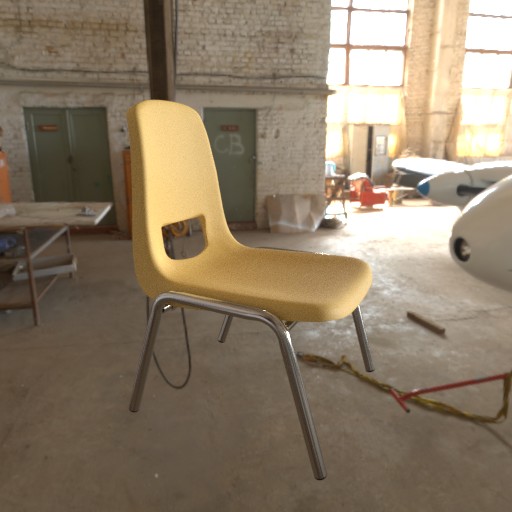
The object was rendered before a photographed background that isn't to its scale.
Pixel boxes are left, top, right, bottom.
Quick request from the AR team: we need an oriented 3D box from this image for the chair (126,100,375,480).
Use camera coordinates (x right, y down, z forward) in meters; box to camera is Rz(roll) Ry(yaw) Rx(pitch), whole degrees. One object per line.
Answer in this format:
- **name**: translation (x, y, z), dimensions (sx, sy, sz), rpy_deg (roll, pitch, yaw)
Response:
- **chair**: translation (0.000, 0.000, 0.789), dimensions (0.385, 0.536, 0.354), rpy_deg (7, 16, 25)
